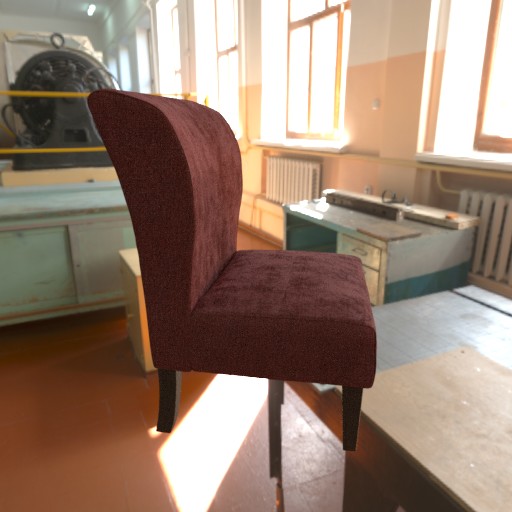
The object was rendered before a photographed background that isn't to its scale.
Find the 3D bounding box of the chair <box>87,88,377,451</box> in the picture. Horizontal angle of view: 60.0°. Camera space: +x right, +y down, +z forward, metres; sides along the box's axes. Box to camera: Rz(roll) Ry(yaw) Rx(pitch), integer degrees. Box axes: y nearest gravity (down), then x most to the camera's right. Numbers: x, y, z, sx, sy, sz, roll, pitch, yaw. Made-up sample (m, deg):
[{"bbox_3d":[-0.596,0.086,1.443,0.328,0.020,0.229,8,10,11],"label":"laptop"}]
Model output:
[{"bbox_3d":[0.000,0.000,1.222,0.640,0.846,0.538,3,17,10],"label":"chair"}]
